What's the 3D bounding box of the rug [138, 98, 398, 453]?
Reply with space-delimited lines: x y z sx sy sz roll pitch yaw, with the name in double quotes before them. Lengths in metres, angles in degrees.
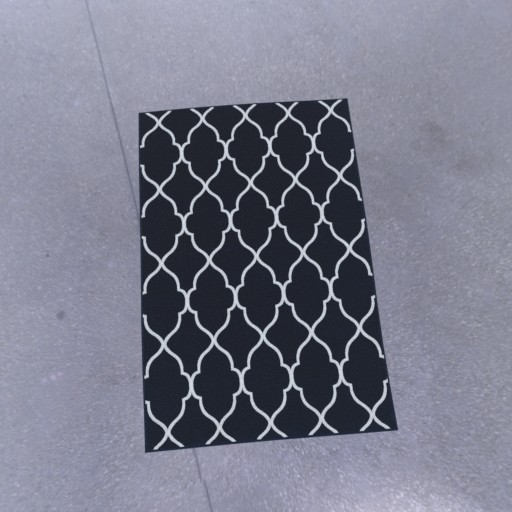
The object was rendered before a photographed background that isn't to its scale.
"rug" 0.000 0.000 2.925 1.526 0.014 2.290 -5 75 -1
